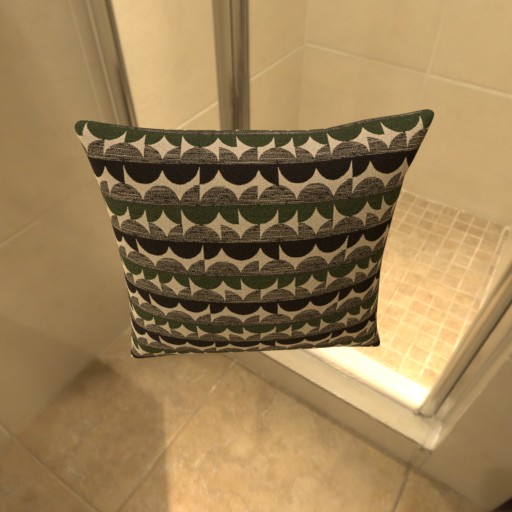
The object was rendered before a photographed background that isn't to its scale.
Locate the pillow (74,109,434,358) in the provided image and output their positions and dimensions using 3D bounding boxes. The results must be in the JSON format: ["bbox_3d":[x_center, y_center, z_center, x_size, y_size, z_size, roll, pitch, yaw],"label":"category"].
[{"bbox_3d":[0.000,0.000,0.628,0.419,0.404,0.180,-2,46,-2],"label":"pillow"}]
